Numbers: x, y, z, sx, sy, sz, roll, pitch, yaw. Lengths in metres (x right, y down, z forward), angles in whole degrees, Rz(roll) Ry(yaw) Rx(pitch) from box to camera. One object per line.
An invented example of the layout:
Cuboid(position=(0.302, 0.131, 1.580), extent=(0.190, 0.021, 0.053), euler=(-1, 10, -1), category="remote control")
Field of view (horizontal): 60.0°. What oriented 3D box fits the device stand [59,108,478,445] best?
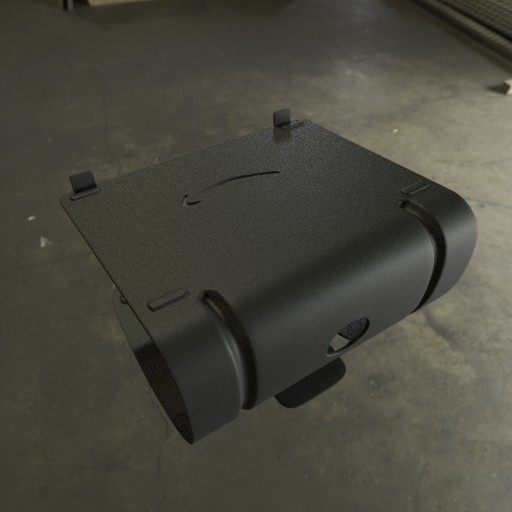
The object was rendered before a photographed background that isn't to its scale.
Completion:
Cuboid(position=(0.000, 0.000, 0.386), extent=(0.256, 0.155, 0.236), euler=(-24, 51, -22), category="device stand")
